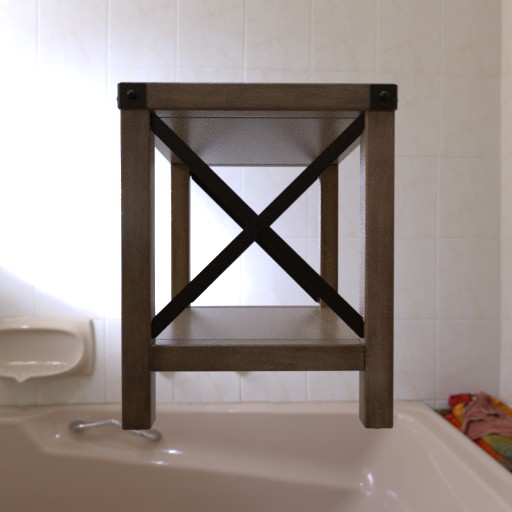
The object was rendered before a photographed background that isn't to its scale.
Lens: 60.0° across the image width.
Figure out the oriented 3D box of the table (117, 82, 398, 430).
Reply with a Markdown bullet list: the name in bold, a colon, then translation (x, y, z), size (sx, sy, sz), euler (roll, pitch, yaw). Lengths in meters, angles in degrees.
- **table**: translation (0.000, 0.000, 0.953), size (0.459, 0.561, 0.510), euler (0, 1, -1)
